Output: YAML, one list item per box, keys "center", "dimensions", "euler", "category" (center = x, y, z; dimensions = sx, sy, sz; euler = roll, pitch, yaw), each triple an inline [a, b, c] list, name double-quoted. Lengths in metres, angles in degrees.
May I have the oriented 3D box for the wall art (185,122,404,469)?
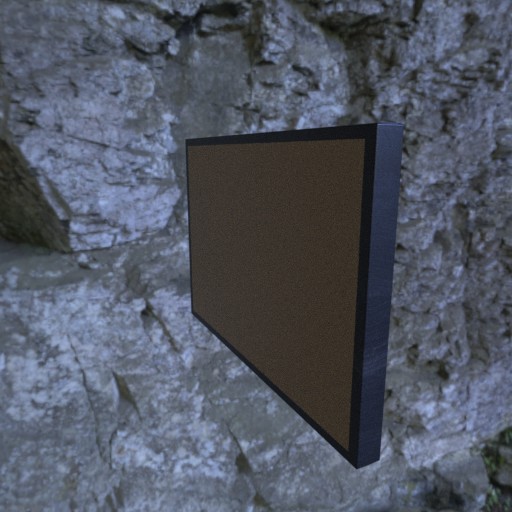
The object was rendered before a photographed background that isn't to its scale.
- center: [0.000, 0.000, 0.766]
  dimensions: [0.038, 0.409, 0.610]
  euler: [-7, 15, -26]
  category: "wall art"
